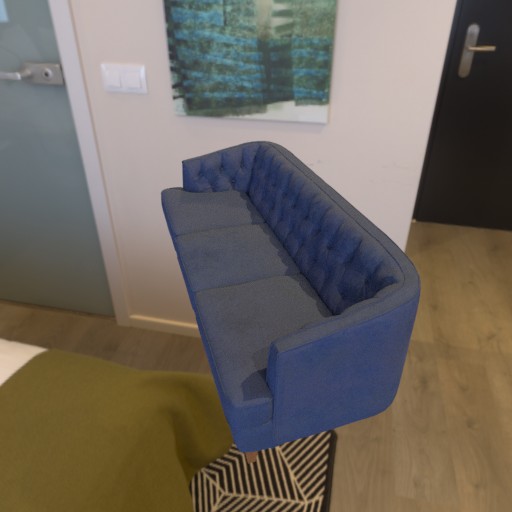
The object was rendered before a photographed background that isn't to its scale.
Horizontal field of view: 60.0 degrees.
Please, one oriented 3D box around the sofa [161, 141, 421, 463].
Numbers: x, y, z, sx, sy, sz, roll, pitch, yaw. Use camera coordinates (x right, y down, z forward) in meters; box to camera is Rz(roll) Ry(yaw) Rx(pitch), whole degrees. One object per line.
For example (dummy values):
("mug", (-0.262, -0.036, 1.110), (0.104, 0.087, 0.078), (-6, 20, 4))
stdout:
("sofa", (0.000, 0.000, 2.782), (0.941, 0.855, 2.278), (-9, 33, -15))
